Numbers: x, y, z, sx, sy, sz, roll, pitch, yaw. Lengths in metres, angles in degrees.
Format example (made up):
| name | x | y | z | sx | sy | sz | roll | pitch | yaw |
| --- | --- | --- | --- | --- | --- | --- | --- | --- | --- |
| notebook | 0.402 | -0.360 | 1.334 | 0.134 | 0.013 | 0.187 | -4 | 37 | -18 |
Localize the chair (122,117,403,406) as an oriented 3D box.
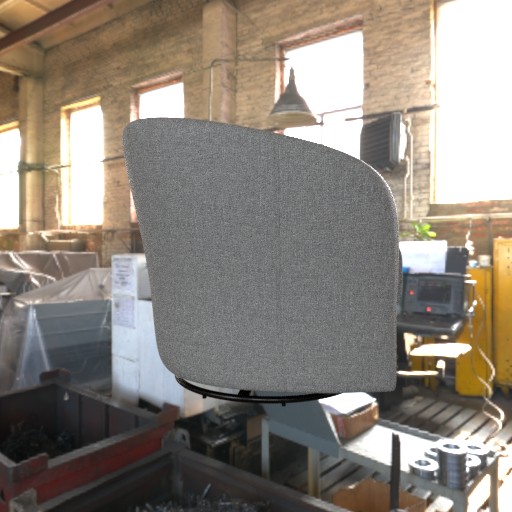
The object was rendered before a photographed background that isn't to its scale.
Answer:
| name | x | y | z | sx | sy | sz | roll | pitch | yaw |
| --- | --- | --- | --- | --- | --- | --- | --- | --- | --- |
| chair | 0.000 | 0.000 | 1.434 | 0.815 | 0.771 | 0.791 | 0 | 1 | 1 |
